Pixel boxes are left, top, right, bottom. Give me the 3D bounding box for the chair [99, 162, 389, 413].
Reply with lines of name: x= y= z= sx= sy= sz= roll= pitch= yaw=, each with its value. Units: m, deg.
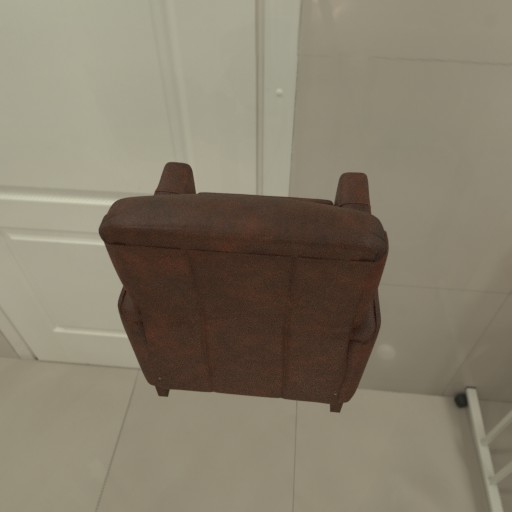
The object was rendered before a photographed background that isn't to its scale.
chair: x=0.000 y=0.000 z=1.639 sx=0.843 sy=1.043 sz=0.836 roll=4 pitch=47 yaw=4
